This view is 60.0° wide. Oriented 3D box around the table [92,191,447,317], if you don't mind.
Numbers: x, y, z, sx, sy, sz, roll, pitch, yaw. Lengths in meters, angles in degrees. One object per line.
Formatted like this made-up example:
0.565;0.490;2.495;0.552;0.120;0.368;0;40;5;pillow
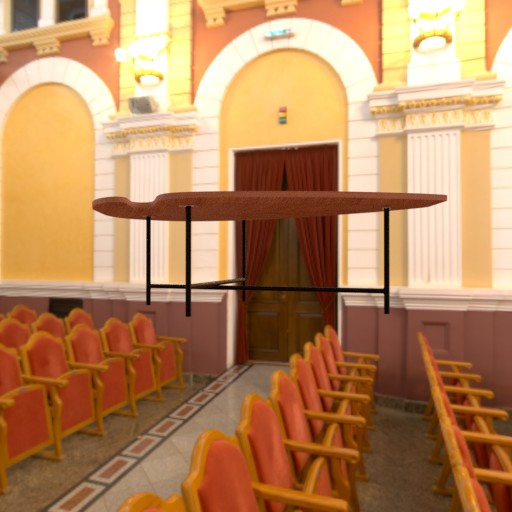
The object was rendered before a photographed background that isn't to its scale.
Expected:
0.000;0.000;1.505;1.199;0.360;0.598;0;0;18;table
